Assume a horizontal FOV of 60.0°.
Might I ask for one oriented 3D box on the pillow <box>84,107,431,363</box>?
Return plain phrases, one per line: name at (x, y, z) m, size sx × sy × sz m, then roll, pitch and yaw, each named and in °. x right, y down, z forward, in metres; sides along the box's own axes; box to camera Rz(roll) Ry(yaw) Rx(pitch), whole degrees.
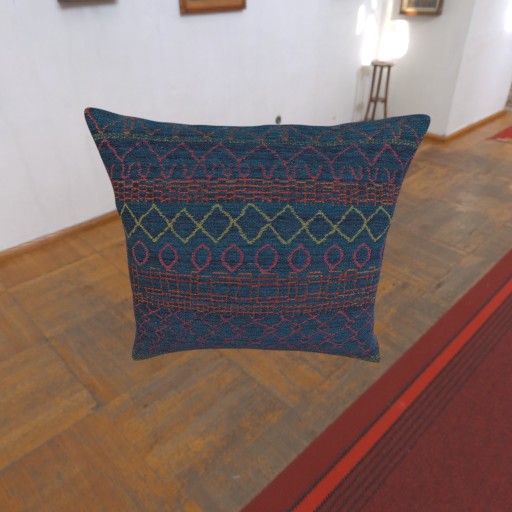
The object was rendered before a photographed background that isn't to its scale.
pillow at (0.000, 0.000, 0.660) m, size 0.431 × 0.431 × 0.141 m, roll 1°, pitch 32°, yaw 1°
